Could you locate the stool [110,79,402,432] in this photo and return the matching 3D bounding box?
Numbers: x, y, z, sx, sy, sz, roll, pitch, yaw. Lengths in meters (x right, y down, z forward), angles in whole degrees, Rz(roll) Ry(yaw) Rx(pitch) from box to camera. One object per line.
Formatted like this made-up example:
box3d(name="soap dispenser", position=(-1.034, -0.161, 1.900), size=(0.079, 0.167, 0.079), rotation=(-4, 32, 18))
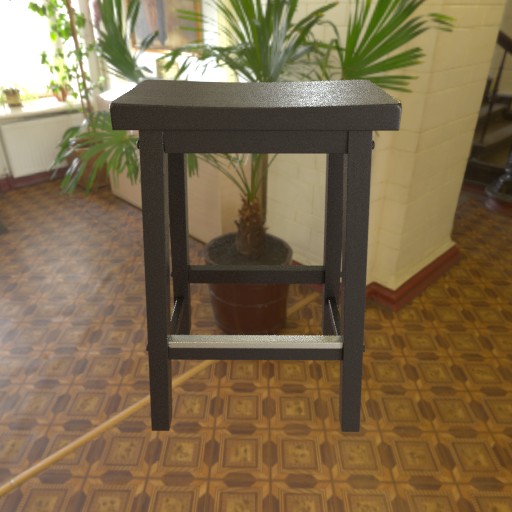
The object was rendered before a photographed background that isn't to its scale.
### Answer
box3d(name="stool", position=(0.000, 0.000, 0.856), size=(0.406, 0.610, 0.322), rotation=(0, 29, 0))
